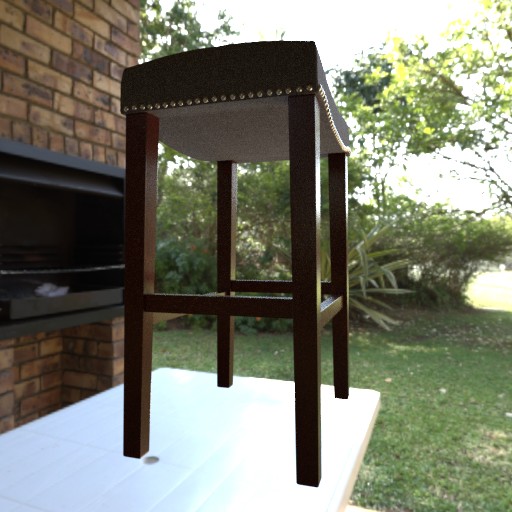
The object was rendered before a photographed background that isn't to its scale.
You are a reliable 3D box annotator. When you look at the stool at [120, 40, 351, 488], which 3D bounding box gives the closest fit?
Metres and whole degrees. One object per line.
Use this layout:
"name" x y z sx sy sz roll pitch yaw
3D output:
"stool" 0.000 0.000 0.990 0.372 0.742 0.504 0 0 18
